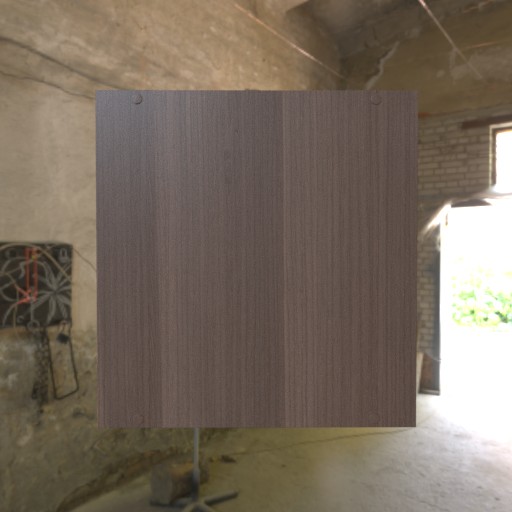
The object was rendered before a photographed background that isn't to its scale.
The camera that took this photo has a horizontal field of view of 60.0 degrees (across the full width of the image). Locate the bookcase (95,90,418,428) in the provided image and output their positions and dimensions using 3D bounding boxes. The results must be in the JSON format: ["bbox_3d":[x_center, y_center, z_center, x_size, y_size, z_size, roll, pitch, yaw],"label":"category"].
[{"bbox_3d":[0.000,0.000,0.607,0.290,0.305,0.415,0,1,0],"label":"bookcase"}]
